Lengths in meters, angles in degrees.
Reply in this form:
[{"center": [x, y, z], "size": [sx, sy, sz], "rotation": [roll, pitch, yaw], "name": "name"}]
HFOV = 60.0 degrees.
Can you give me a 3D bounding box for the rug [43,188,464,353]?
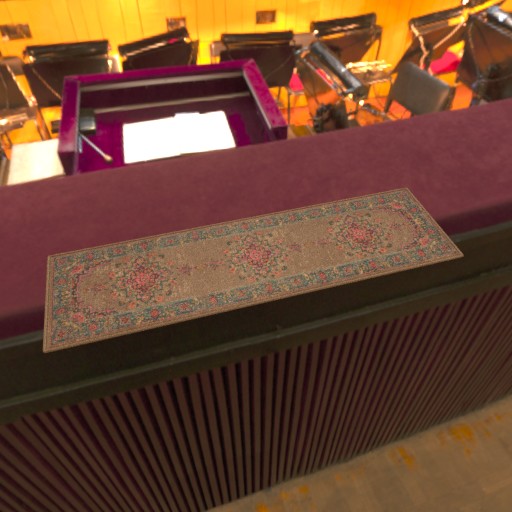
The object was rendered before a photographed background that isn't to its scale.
[{"center": [0.000, 0.000, 2.540], "size": [2.297, 0.019, 0.659], "rotation": [-12, 48, -11], "name": "rug"}]
